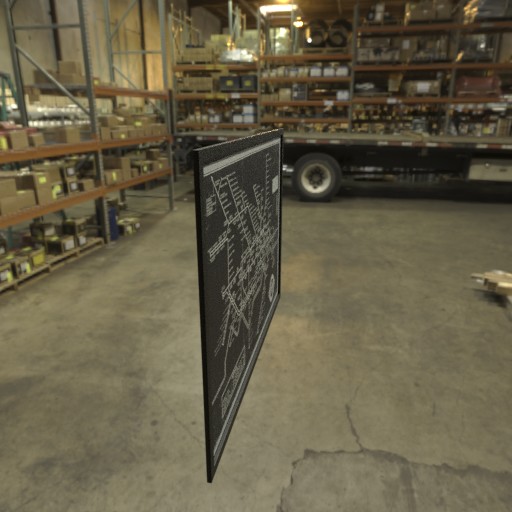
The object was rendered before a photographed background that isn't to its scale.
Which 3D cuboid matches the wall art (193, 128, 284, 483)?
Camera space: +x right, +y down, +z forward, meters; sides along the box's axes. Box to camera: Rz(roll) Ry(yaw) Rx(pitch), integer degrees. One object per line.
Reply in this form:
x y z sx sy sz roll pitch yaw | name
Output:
0.000 0.000 1.534 0.013 0.811 1.192 4 18 11 | wall art
